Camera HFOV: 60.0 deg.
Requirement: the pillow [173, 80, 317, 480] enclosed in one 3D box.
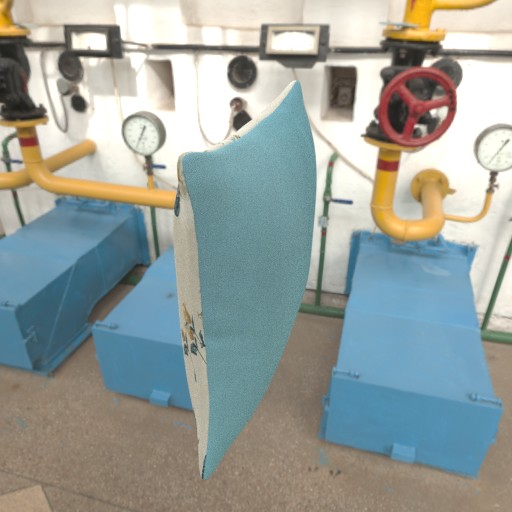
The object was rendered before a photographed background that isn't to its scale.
[{"bbox_3d":[0.000,0.000,0.768,0.166,0.507,0.526,8,31,15],"label":"pillow"}]
